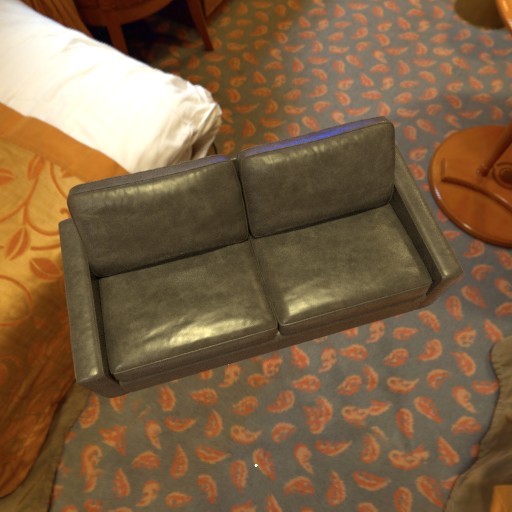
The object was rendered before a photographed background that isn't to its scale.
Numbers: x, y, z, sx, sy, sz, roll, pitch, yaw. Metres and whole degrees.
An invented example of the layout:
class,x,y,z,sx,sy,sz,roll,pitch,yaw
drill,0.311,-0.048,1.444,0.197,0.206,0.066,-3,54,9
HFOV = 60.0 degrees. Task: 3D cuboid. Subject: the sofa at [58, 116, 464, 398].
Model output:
class,x,y,z,sx,sy,sz,roll,pitch,yaw
sofa,0.000,0.000,2.523,2.081,0.916,0.939,-15,66,-7
